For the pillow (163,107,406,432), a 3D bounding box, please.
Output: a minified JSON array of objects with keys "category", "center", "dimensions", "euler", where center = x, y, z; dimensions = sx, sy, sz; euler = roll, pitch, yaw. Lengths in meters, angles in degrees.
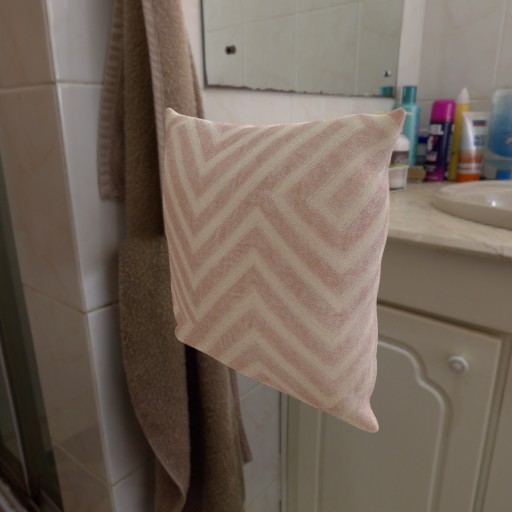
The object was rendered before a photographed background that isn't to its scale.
[{"category":"pillow","center":[0.000,0.000,0.684],"dimensions":[0.440,0.441,0.182],"euler":[15,22,40]}]
